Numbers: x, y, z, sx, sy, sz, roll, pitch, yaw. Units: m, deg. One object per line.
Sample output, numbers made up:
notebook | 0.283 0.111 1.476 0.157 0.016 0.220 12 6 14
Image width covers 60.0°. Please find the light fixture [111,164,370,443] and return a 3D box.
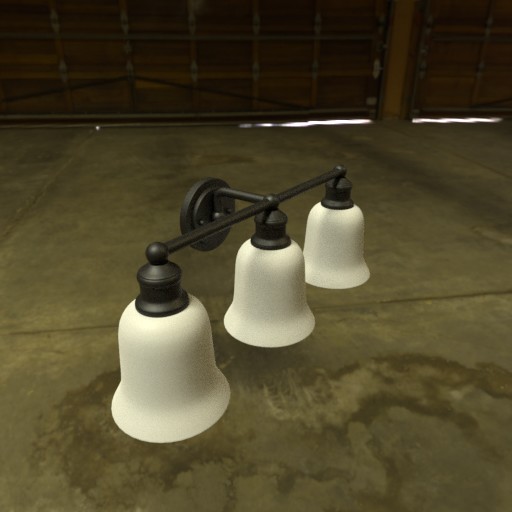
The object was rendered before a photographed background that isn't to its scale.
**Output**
light fixture | 0.000 0.000 0.676 0.198 0.211 0.570 17 30 32
